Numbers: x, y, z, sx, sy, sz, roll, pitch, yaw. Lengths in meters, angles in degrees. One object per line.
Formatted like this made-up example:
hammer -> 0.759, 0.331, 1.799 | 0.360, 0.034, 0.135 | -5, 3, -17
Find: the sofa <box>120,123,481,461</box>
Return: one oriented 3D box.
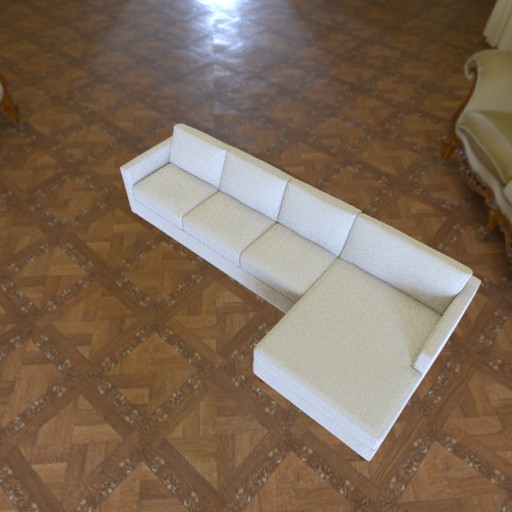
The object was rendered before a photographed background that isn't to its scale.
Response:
sofa -> 0.000, 0.000, 4.106 | 3.471, 0.954, 1.599 | 32, 55, 25
